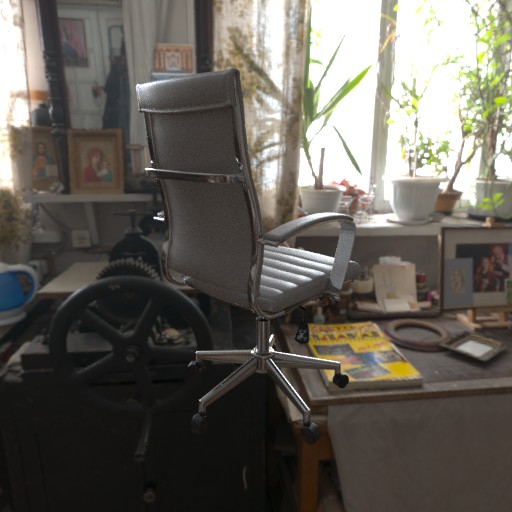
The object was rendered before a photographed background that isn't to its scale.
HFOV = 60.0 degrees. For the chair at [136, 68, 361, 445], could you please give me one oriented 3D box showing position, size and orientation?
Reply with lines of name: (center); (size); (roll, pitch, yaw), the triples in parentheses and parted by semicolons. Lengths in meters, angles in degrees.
chair: (0.000, 0.000, 1.585); (0.679, 1.149, 0.667); (14, 20, 42)
